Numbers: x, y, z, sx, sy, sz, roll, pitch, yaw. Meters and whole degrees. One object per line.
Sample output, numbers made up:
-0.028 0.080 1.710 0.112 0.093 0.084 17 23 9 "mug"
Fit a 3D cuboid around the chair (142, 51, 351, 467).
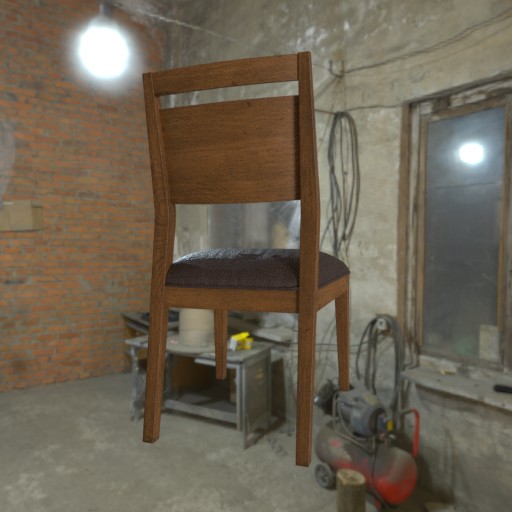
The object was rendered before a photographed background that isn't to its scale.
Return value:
0.000 0.000 1.323 0.501 0.939 0.610 0 1 18 "chair"
